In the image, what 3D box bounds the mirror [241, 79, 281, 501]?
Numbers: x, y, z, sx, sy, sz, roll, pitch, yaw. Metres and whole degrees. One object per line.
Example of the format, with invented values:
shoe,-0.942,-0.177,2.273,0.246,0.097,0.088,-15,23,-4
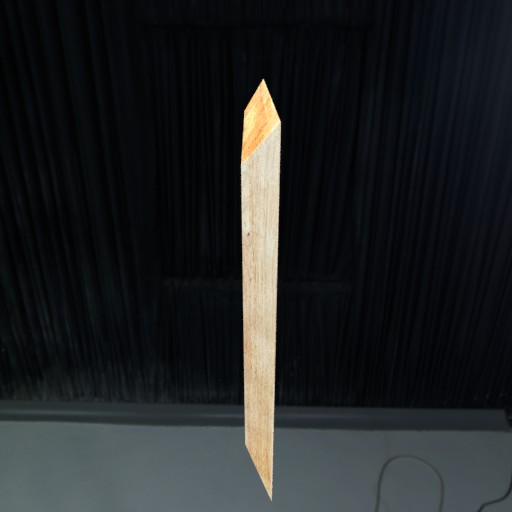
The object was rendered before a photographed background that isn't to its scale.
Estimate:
mirror,0.000,0.000,0.936,0.047,0.651,0.651,0,26,-1
